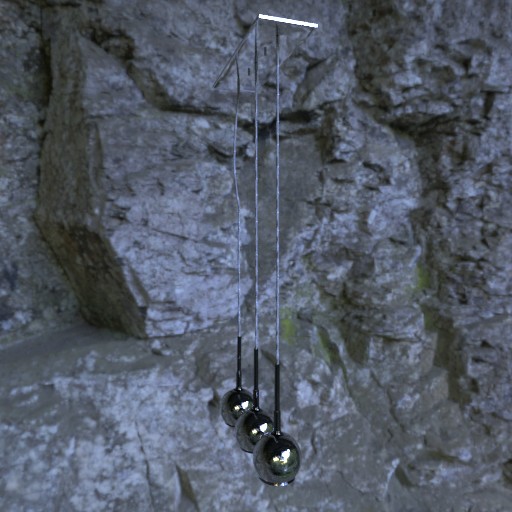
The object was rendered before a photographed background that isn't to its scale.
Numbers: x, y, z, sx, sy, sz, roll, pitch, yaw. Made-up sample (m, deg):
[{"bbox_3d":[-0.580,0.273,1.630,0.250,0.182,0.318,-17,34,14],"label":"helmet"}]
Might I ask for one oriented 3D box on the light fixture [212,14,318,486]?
[{"bbox_3d":[0.000,0.000,1.618,0.188,1.408,0.623,0,2,-18],"label":"light fixture"}]
